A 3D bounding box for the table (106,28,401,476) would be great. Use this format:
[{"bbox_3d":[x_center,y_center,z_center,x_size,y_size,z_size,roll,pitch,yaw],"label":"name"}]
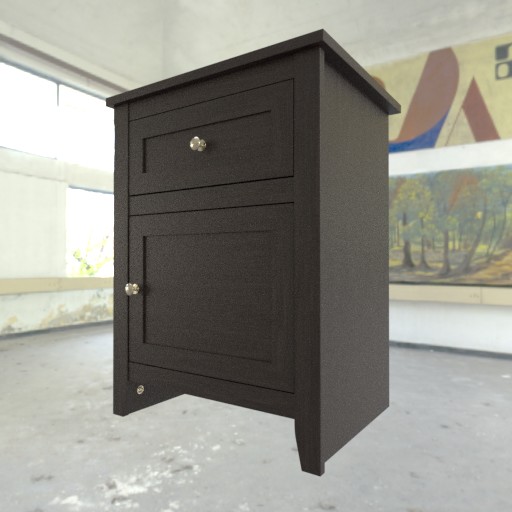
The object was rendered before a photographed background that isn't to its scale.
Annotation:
[{"bbox_3d":[0.000,0.000,0.908,0.480,0.635,0.381,0,-1,34],"label":"table"}]
